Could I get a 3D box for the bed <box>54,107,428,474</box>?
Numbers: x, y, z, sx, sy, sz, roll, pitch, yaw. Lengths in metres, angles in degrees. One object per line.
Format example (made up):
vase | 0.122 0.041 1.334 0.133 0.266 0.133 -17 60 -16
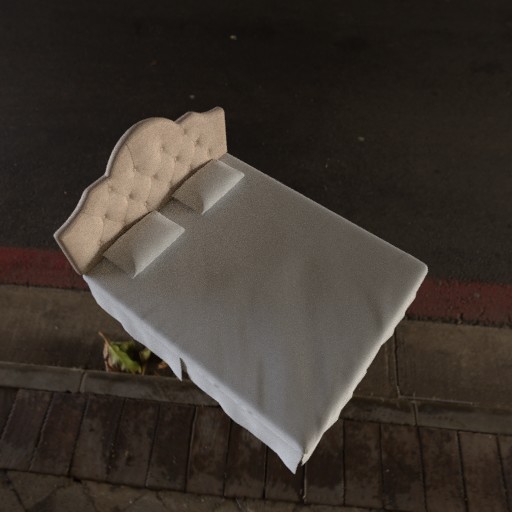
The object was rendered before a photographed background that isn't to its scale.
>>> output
bed | 0.000 0.000 2.958 1.970 1.194 1.667 33 62 20
